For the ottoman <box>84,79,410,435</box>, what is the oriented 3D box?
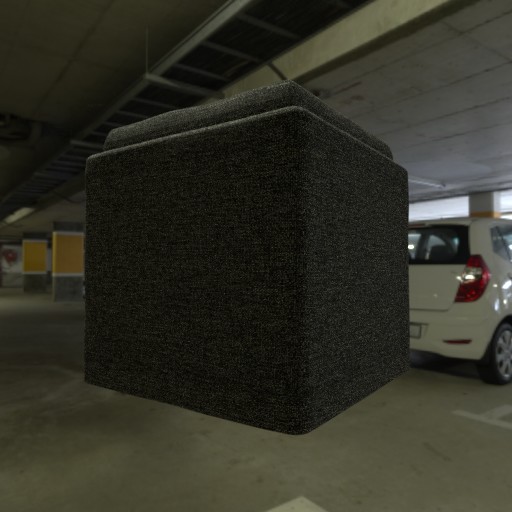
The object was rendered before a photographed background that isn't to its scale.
[{"bbox_3d":[0.000,0.000,0.830,0.450,0.463,0.450,-1,-2,35],"label":"ottoman"}]
